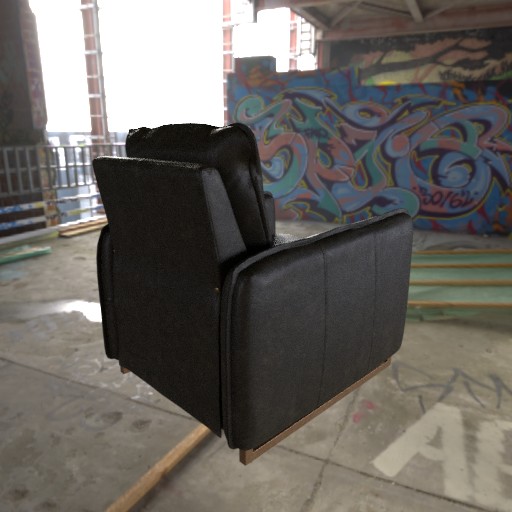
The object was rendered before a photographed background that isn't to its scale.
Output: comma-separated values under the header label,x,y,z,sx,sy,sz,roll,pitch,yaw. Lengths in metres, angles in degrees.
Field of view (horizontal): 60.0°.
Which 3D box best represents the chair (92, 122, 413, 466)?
label,x,y,z,sx,sy,sz,roll,pitch,yaw
chair,0.000,0.000,1.616,0.921,0.921,0.830,-15,21,-43
